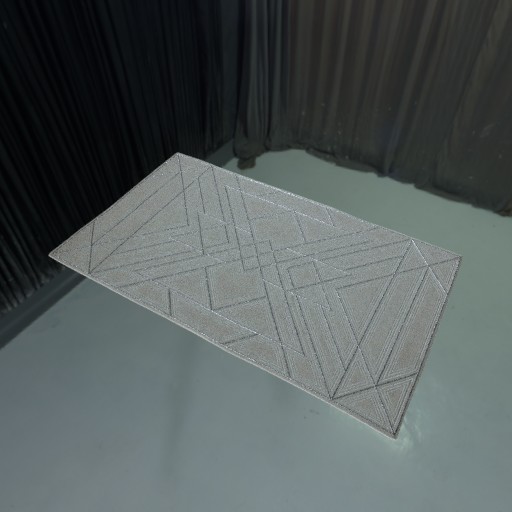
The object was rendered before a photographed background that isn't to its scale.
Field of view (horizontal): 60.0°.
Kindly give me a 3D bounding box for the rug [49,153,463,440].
[{"bbox_3d":[0.000,0.000,1.069,0.869,0.008,0.511,23,51,21],"label":"rug"}]
